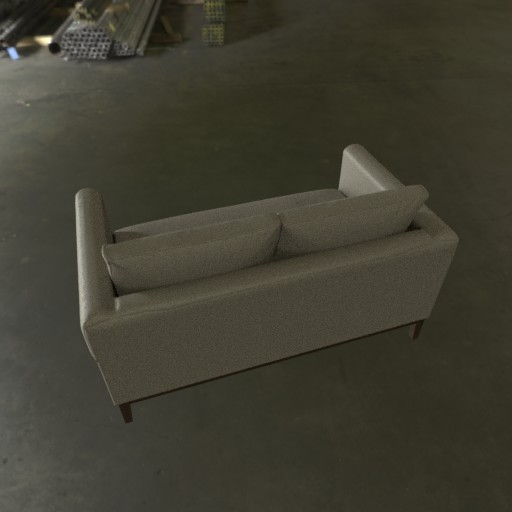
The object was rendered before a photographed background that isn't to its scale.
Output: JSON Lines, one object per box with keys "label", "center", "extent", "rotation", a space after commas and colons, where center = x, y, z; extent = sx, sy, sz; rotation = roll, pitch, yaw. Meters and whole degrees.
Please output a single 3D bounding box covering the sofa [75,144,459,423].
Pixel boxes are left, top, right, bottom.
{"label": "sofa", "center": [0.000, 0.000, 2.200], "extent": [1.598, 0.873, 0.899], "rotation": [-12, 43, -14]}
